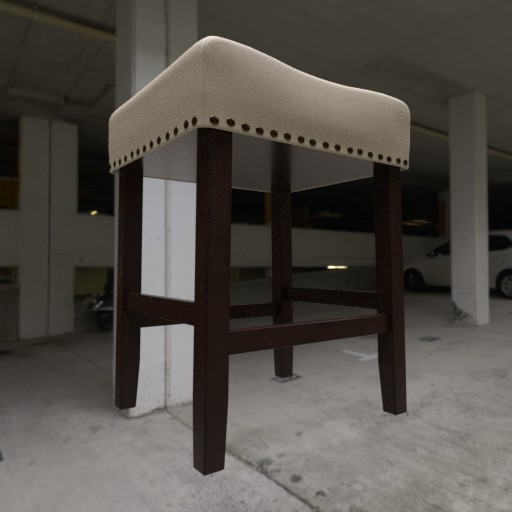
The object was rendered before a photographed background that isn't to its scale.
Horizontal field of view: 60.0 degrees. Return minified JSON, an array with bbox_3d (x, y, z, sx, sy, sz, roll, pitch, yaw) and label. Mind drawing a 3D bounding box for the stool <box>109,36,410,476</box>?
[{"bbox_3d":[0.000,0.000,0.884,0.471,0.609,0.401,1,-1,-36],"label":"stool"}]
